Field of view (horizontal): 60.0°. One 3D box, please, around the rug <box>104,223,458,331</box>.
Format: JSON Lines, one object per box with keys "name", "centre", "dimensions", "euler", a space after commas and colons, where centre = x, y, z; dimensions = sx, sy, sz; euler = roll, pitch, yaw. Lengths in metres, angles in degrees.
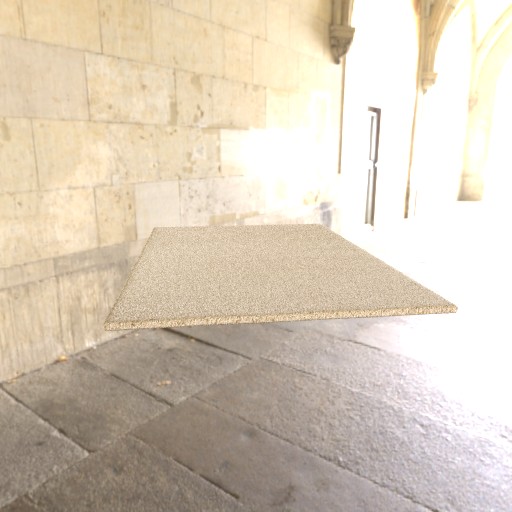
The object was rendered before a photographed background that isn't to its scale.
{"name": "rug", "centre": [0.000, 0.000, 2.343], "dimensions": [1.219, 0.030, 1.778], "euler": [-2, 14, -7]}
